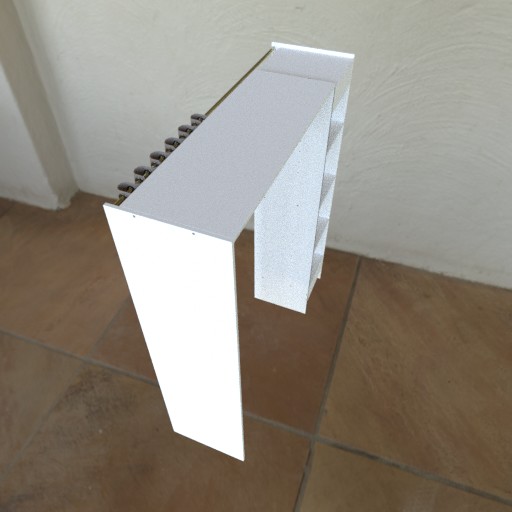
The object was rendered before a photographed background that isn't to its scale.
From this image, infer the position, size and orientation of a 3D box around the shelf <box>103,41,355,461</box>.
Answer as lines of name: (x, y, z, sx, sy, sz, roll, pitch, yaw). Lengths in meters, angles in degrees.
shelf: (0.000, 0.000, 2.597, 0.500, 1.820, 1.600, 16, 48, 16)
